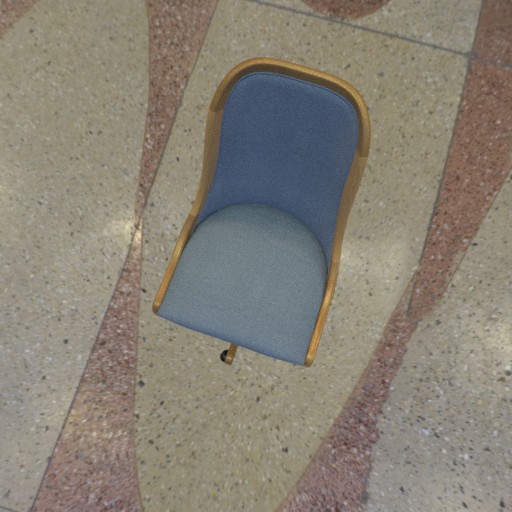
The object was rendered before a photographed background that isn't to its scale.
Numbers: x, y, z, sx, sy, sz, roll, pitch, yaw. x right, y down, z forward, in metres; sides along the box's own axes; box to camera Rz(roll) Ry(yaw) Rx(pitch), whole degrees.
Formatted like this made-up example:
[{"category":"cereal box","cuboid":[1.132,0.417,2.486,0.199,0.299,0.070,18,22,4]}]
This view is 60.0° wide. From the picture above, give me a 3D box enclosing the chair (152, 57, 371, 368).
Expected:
[{"category":"chair","cuboid":[0.000,0.000,1.488,0.605,1.031,0.735,18,76,5]}]
